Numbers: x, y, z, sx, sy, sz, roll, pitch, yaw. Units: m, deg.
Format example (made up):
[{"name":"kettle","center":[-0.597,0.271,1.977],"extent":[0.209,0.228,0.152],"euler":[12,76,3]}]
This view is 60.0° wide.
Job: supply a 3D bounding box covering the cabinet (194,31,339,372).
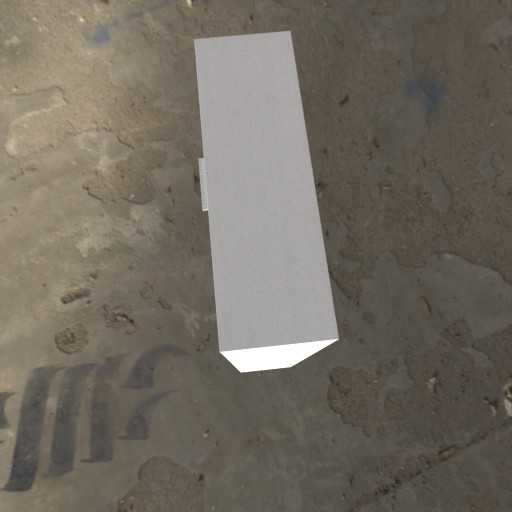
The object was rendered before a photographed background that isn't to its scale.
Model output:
[{"name":"cabinet","center":[0.000,0.000,1.589],"extent":[0.250,1.280,0.750],"euler":[-6,74,-2]}]
